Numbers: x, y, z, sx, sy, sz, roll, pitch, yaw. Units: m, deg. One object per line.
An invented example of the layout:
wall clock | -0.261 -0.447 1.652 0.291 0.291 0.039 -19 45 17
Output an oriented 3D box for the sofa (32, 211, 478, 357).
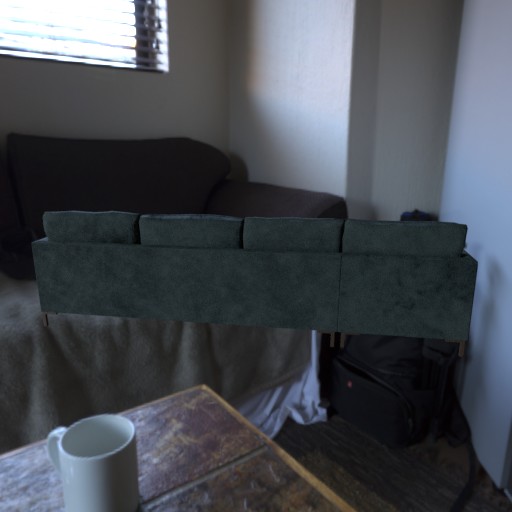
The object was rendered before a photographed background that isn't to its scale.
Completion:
sofa | 0.000 0.000 4.039 3.400 0.967 1.500 3 16 9
